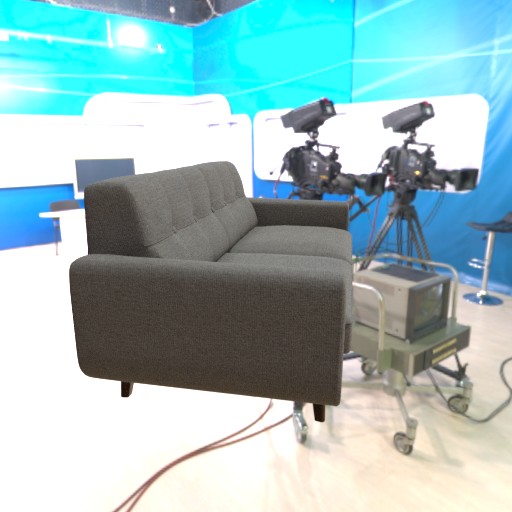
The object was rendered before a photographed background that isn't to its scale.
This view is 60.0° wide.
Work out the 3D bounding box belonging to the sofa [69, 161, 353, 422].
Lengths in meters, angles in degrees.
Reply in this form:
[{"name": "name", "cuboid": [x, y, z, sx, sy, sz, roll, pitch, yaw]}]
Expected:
[{"name": "sofa", "cuboid": [0.000, 0.000, 2.129, 0.909, 0.841, 1.631, 3, 15, 11]}]
